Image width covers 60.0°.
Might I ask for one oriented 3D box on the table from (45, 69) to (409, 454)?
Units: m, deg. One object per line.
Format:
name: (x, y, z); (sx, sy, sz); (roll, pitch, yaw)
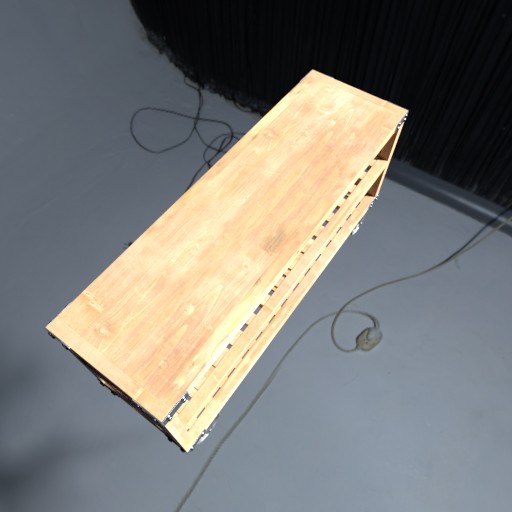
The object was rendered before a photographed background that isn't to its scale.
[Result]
table: (0.000, 0.000, 1.833); (0.467, 0.711, 1.487); (31, 63, 18)
